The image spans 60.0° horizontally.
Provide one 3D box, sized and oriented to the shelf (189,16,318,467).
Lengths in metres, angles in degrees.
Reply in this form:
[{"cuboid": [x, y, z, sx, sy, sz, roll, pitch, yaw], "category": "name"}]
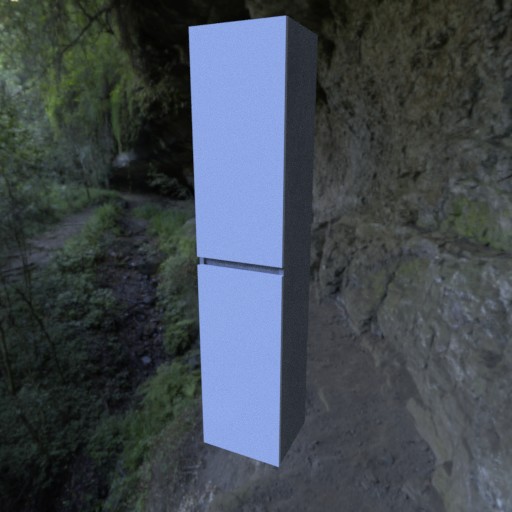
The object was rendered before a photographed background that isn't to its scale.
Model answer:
[{"cuboid": [0.000, 0.000, 1.516, 0.300, 1.400, 0.270, 7, 17, 24], "category": "shelf"}]
